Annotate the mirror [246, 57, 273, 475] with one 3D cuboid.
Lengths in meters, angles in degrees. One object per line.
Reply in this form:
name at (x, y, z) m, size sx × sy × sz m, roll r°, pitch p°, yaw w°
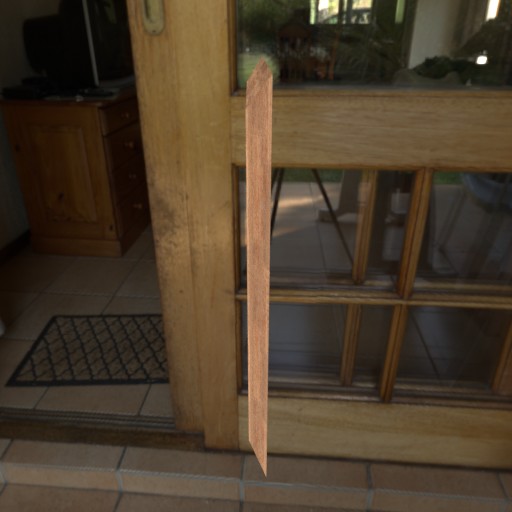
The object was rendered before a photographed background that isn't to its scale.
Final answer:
mirror at (0.000, 0.000, 1.261) m, size 0.047 × 1.010 × 0.651 m, roll 0°, pitch 27°, yaw -1°
